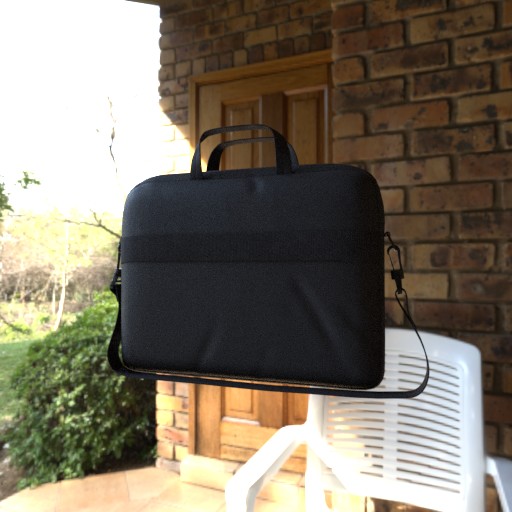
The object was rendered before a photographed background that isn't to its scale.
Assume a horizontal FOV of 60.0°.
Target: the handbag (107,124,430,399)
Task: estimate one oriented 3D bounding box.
[{"bbox_3d":[0.000,0.000,0.446,0.320,0.244,0.089,0,-1,18],"label":"handbag"}]
